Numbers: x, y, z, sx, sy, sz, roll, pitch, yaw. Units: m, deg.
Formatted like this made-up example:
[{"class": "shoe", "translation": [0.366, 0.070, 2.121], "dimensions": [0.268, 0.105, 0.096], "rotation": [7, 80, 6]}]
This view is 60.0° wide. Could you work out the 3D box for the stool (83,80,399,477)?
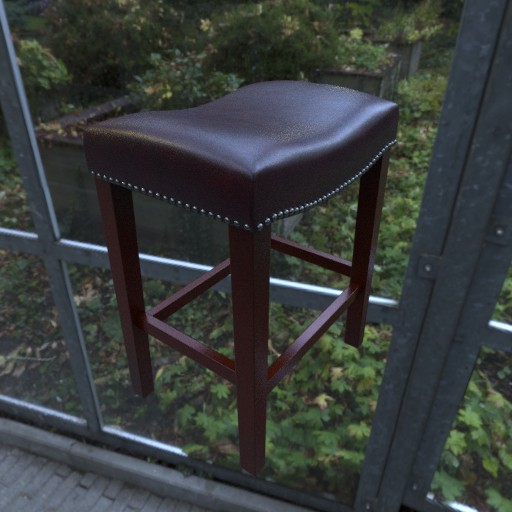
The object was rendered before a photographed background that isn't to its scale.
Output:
[{"class": "stool", "translation": [0.000, 0.000, 0.969], "dimensions": [0.372, 0.657, 0.504], "rotation": [21, 37, 31]}]
